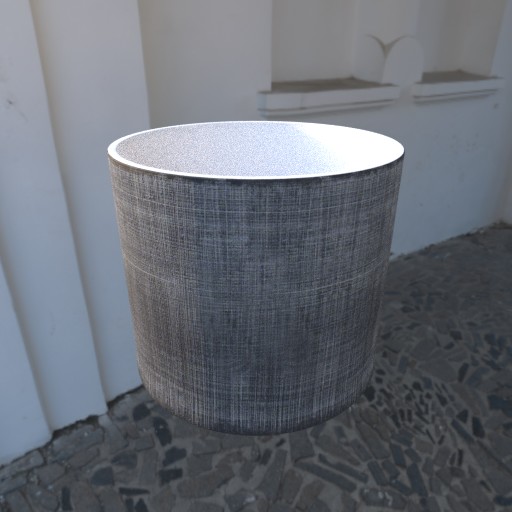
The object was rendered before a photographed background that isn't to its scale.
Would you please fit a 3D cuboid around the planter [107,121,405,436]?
[{"bbox_3d":[0.000,0.000,0.310,0.178,0.157,0.178,0,25,0],"label":"planter"}]
